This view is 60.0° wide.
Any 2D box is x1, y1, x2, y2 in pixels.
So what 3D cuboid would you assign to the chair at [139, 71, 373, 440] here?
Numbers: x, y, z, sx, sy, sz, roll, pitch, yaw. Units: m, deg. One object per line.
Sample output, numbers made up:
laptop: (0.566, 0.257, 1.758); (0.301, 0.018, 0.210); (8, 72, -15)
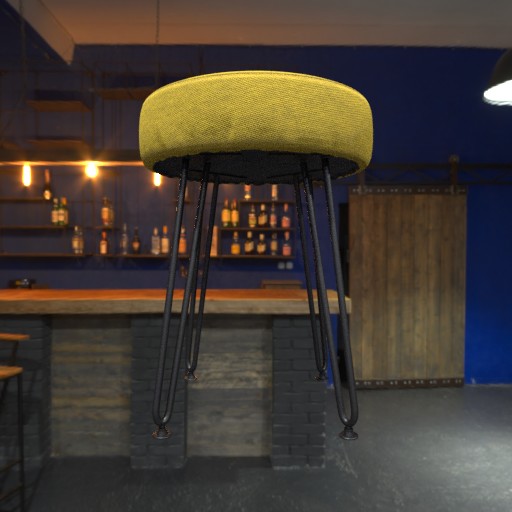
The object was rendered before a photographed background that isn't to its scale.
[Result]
chair: (0.000, 0.000, 0.681); (0.345, 0.455, 0.345); (0, 2, 1)
